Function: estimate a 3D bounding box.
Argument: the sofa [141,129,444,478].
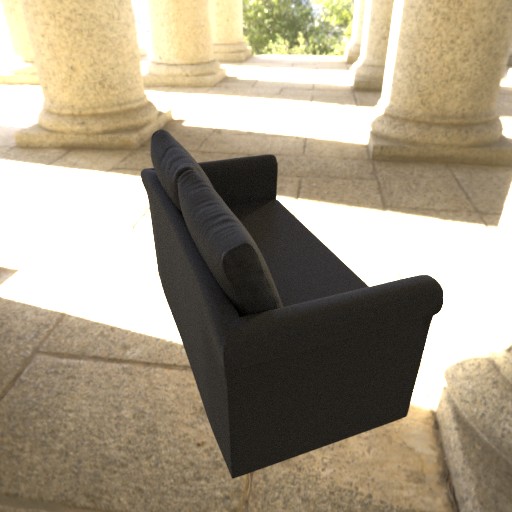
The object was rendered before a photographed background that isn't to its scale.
[{"bbox_3d":[0.000,0.000,1.949,0.741,0.872,1.460,-11,33,-18],"label":"sofa"}]
